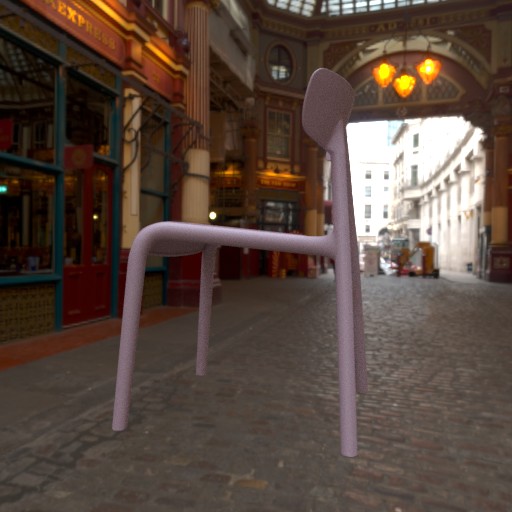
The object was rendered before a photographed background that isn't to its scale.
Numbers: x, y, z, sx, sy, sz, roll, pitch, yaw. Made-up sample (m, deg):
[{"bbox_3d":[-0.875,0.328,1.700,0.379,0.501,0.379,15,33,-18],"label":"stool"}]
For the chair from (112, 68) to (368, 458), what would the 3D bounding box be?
[{"bbox_3d":[0.000,0.000,0.843,0.401,0.580,0.356,0,1,17],"label":"chair"}]
